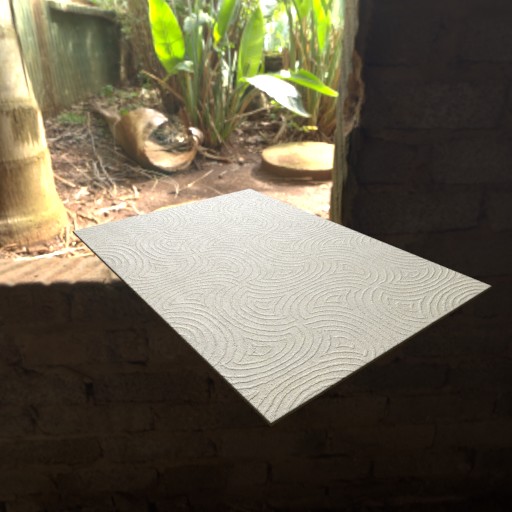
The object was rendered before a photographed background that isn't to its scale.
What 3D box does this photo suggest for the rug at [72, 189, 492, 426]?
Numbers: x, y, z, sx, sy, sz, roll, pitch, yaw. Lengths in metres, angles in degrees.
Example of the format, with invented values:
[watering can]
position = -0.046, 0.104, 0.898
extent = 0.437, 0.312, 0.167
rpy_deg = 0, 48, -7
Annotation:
[rug]
position = 0.000, 0.000, 2.693
extent = 1.526, 0.015, 2.132
rpy_deg = -19, 32, -33
